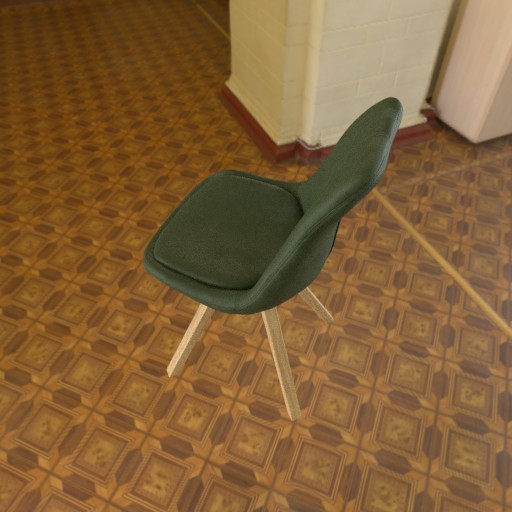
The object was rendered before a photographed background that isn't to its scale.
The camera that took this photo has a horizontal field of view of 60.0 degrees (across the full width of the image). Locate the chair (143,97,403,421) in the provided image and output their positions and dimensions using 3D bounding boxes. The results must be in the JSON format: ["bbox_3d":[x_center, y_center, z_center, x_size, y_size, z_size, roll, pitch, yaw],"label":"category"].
[{"bbox_3d":[0.000,0.000,1.185,0.547,0.865,0.483,16,49,15],"label":"chair"}]
